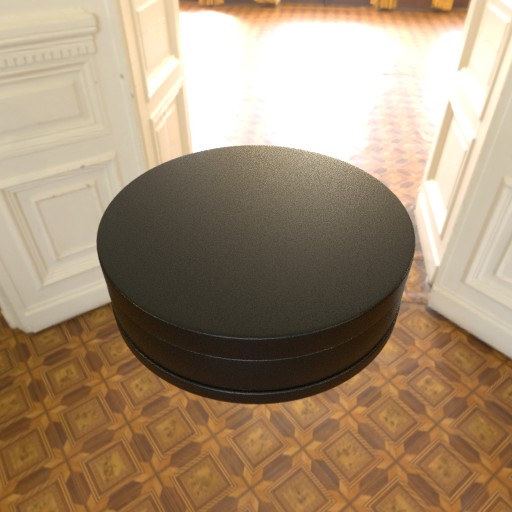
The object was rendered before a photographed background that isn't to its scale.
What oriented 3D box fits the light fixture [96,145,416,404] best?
[{"bbox_3d":[0.000,0.000,0.434,0.283,0.097,0.283,0,41,0],"label":"light fixture"}]
